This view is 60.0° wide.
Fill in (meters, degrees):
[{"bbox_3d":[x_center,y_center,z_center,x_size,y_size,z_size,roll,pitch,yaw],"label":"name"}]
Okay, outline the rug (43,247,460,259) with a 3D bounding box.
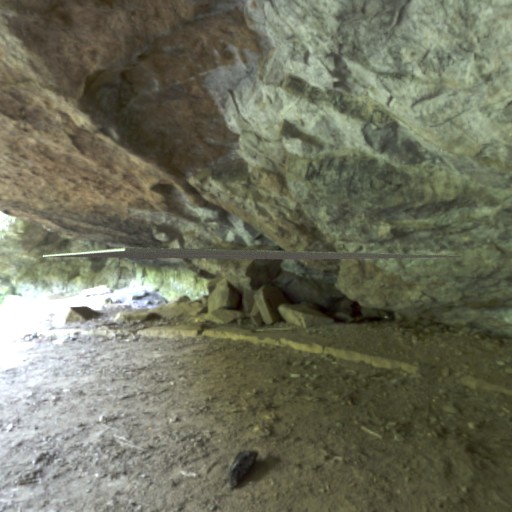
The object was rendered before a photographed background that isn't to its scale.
[{"bbox_3d":[0.000,0.000,2.317,1.824,0.012,1.206,1,-1,-36],"label":"rug"}]
